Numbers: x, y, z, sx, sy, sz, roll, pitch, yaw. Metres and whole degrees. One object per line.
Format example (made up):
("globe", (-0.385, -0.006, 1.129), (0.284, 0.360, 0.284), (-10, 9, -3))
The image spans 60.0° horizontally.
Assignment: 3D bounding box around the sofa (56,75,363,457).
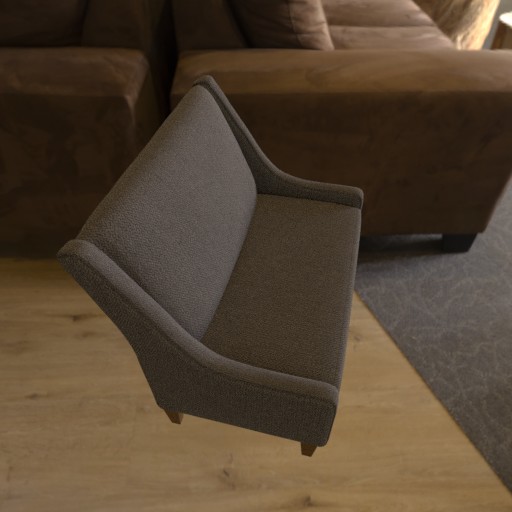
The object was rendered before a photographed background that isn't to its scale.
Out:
("sofa", (0.000, 0.000, 1.921), (0.873, 1.022, 1.242), (10, 46, 10))
